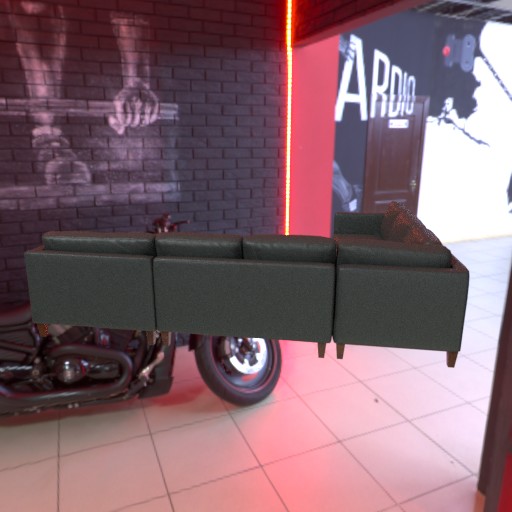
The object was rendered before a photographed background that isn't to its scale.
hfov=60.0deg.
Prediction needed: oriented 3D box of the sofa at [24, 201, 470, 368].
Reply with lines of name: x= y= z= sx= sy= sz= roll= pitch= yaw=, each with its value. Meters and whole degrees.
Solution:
sofa: x=0.000 y=0.000 z=4.598 sx=3.460 sy=0.923 sz=2.593 roll=2 pitch=15 yaw=9
